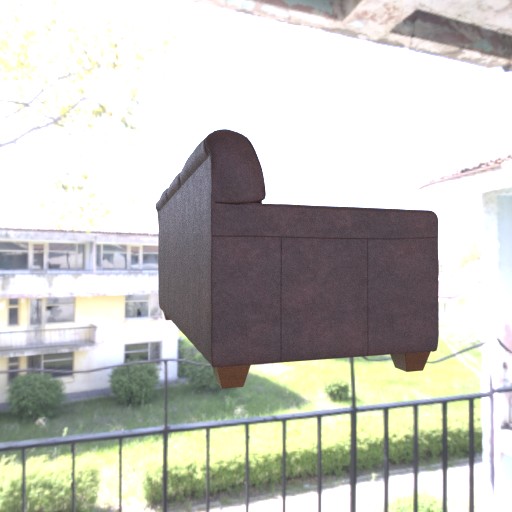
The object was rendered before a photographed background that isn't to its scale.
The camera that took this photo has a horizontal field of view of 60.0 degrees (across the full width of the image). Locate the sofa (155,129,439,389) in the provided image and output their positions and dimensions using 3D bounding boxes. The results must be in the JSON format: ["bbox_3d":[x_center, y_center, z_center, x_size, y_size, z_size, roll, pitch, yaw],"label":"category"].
[{"bbox_3d":[0.000,0.000,2.614,1.008,0.953,2.039,0,0,-17],"label":"sofa"}]
